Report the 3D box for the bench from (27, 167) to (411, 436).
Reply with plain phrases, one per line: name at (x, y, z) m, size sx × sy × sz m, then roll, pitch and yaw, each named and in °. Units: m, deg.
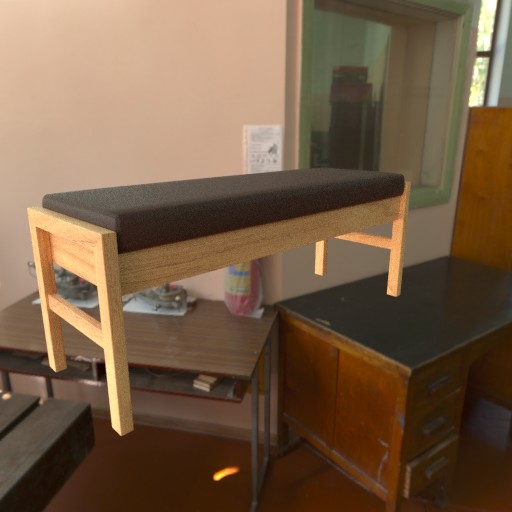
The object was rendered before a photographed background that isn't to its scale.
bench at (0.000, 0.000, 1.424) m, size 1.200 × 0.480 × 0.405 m, roll -15°, pitch 22°, yaw -42°
